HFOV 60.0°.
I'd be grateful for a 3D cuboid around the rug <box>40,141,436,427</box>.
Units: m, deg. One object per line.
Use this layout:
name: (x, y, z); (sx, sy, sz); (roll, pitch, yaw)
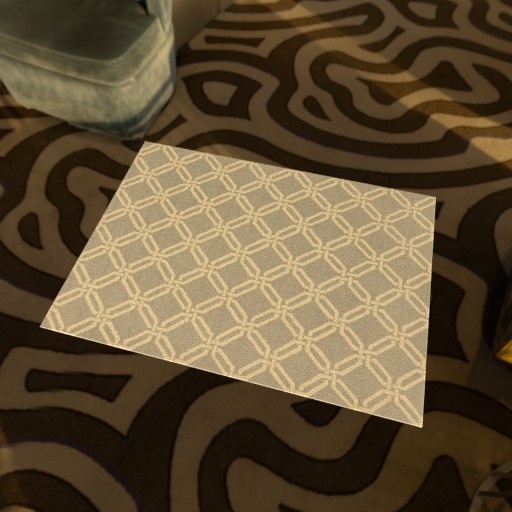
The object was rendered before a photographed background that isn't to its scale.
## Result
rug: (0.000, 0.000, 4.366); (3.353, 0.013, 2.438); (13, 58, 8)
